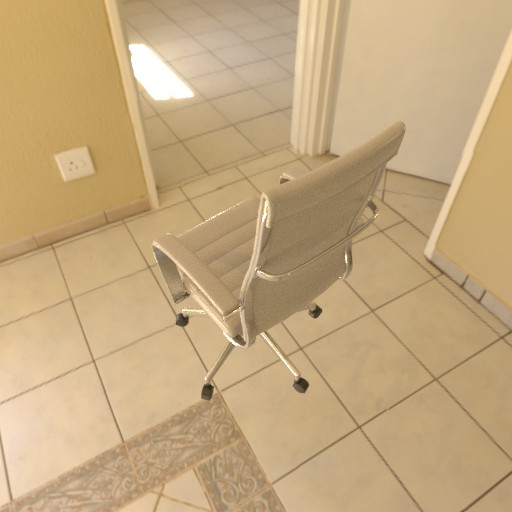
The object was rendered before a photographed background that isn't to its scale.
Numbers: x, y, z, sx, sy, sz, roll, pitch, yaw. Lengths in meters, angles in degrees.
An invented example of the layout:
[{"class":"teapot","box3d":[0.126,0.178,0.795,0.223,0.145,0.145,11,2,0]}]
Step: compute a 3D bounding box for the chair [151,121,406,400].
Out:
[{"class":"chair","box3d":[0.000,0.000,1.558,0.679,1.149,0.667,-31,54,-26]}]
